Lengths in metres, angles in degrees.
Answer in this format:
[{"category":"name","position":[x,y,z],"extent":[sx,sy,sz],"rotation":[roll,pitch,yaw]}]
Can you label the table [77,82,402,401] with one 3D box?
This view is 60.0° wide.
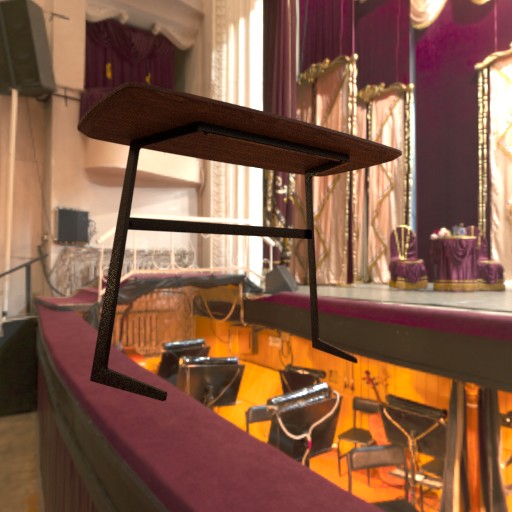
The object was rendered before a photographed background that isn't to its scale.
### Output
[{"category":"table","position":[0.000,0.000,1.102],"extent":[0.804,0.576,0.361],"rotation":[1,-2,-37]}]
